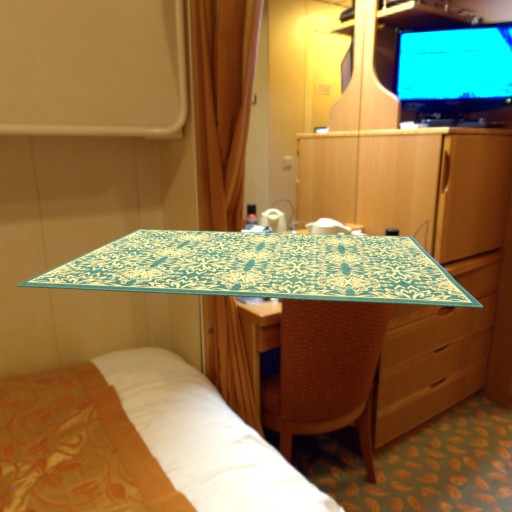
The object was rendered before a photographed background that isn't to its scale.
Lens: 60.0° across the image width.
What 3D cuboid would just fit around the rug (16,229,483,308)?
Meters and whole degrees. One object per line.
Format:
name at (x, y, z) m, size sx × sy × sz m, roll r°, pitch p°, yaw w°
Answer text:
rug at (0.000, 0.000, 2.810) m, size 2.205 × 0.012 × 1.554 m, roll 2°, pitch 14°, yaw 8°
